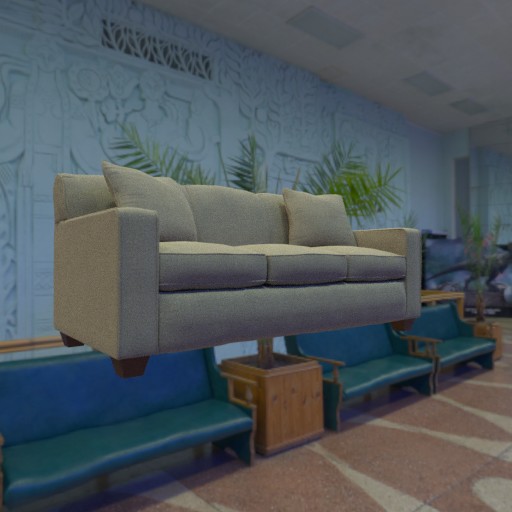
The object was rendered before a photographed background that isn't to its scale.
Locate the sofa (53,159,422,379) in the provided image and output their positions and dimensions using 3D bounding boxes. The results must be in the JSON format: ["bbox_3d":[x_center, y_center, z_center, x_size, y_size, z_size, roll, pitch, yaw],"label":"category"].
[{"bbox_3d":[0.000,0.000,2.615,2.024,0.958,0.997,0,-1,-38],"label":"sofa"}]
